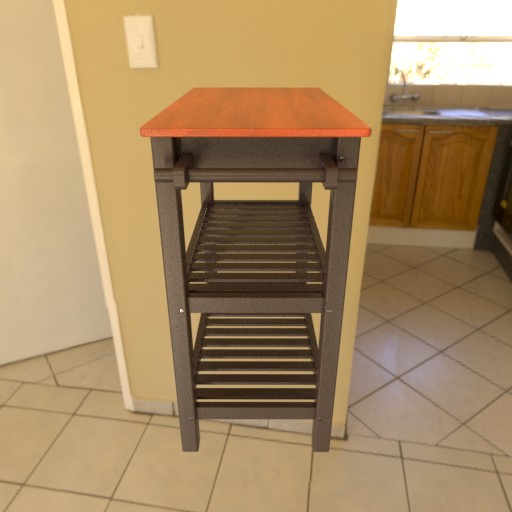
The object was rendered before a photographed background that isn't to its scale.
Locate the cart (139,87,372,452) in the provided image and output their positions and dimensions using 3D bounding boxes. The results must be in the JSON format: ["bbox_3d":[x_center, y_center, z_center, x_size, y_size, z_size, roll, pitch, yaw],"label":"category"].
[{"bbox_3d":[0.000,0.000,1.412,0.457,0.927,0.899,0,26,0],"label":"cart"}]
